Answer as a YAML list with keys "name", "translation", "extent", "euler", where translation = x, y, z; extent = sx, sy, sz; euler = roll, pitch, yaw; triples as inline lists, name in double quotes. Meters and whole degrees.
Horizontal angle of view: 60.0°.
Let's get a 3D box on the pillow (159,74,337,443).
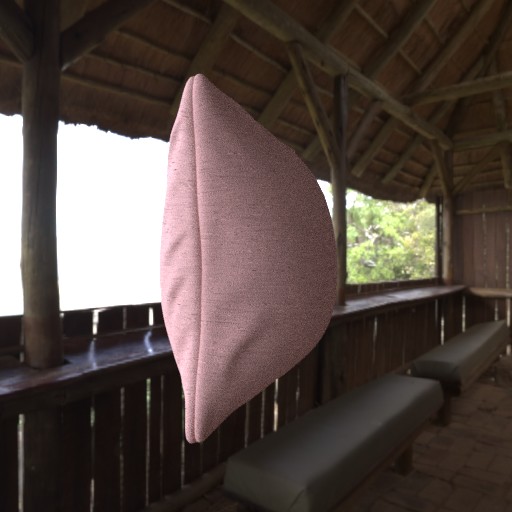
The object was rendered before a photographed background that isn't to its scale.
- name: "pillow"
  translation: [0.000, 0.000, 0.689]
  extent: [0.246, 0.415, 0.432]
  euler: [1, 2, 19]
